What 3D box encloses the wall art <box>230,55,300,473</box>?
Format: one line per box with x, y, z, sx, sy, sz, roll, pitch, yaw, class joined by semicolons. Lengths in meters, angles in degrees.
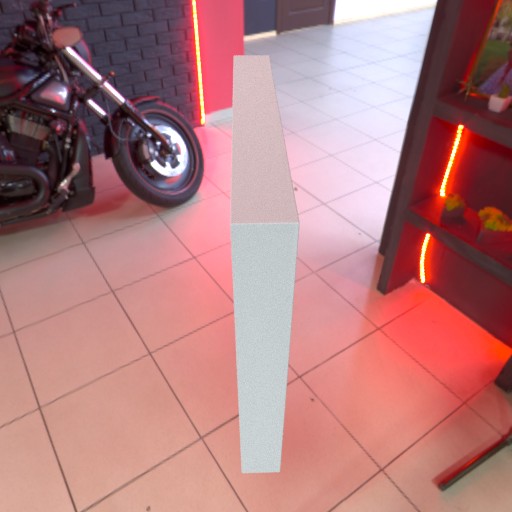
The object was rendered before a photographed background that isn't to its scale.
0.000;0.000;0.456;0.038;0.305;0.305;-1;40;-1;wall art
